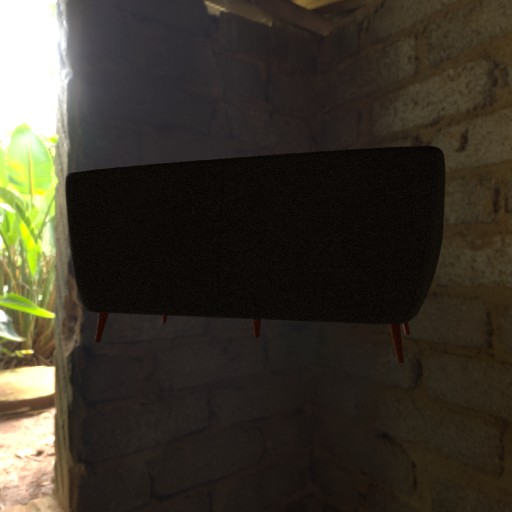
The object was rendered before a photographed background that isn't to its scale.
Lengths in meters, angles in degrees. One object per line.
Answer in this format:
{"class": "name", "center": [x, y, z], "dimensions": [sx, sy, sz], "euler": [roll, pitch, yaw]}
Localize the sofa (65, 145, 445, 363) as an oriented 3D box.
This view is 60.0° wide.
{"class": "sofa", "center": [0.000, 0.000, 2.434], "dimensions": [1.929, 0.896, 0.975], "euler": [0, -1, 18]}
